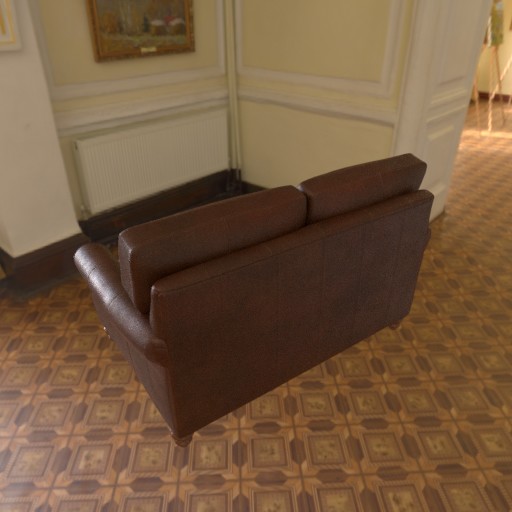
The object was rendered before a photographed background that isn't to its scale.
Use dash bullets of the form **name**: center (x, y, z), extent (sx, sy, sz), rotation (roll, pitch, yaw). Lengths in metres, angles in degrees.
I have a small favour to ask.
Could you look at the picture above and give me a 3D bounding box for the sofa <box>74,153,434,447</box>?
- **sofa**: center (0.000, 0.000, 2.257), extent (1.616, 0.976, 0.990), rotation (-19, 35, -30)
